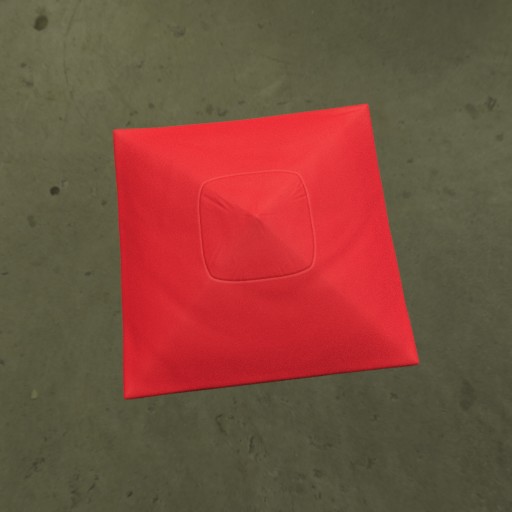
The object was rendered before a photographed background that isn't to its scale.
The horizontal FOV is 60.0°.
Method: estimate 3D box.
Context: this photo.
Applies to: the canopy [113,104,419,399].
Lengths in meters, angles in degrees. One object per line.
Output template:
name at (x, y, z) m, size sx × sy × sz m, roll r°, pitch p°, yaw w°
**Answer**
canopy at (0.000, 0.000, 5.492) m, size 2.998 × 2.997 × 2.996 m, roll -6°, pitch 76°, yaw -2°
